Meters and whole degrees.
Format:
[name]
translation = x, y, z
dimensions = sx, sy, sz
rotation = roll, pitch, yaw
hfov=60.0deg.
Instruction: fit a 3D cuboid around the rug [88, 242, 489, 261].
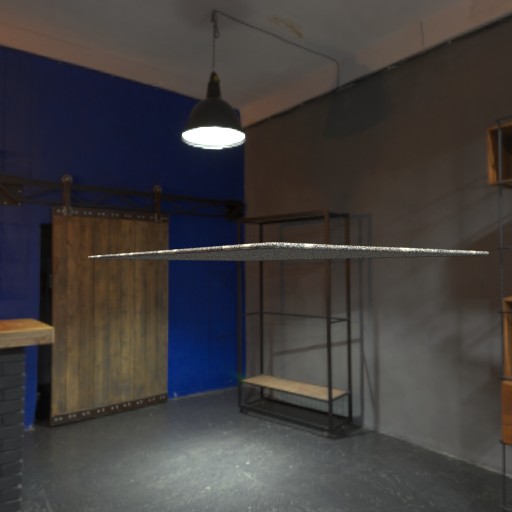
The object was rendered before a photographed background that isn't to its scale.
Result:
[rug]
translation = 0.000, 0.000, 3.436
dimensions = 1.801, 0.026, 2.701
rotation = 1, -2, -36
